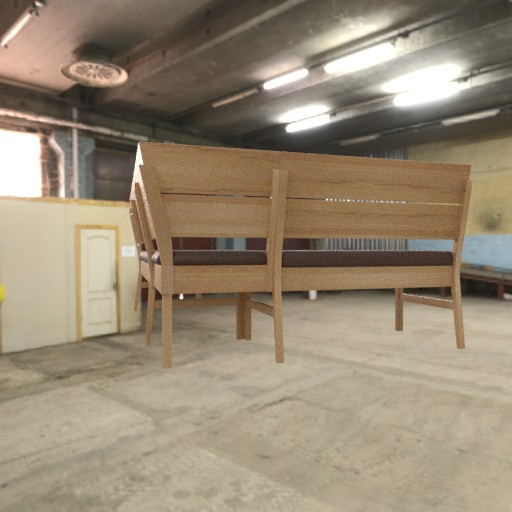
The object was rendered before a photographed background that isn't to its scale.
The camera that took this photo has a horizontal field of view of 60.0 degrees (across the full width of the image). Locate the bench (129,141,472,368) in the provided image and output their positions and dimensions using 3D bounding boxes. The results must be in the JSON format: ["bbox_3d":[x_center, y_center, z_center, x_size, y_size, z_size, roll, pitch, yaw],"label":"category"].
[{"bbox_3d":[0.000,0.000,2.824,1.549,0.890,1.975,0,1,-18],"label":"bench"}]
